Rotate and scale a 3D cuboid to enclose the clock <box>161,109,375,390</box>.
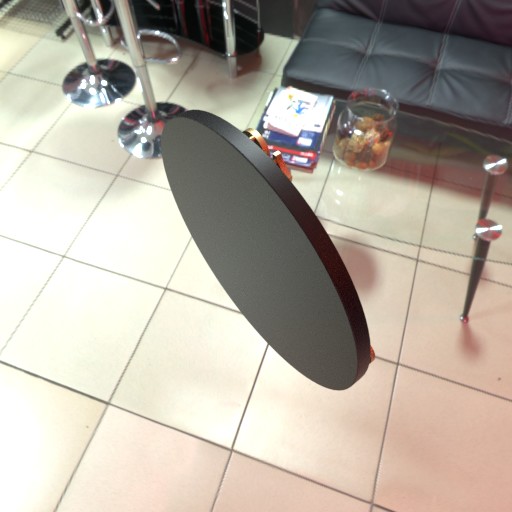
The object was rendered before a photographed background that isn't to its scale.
[{"bbox_3d":[0.000,0.000,0.664,0.038,0.454,0.454,-34,65,-18],"label":"clock"}]
